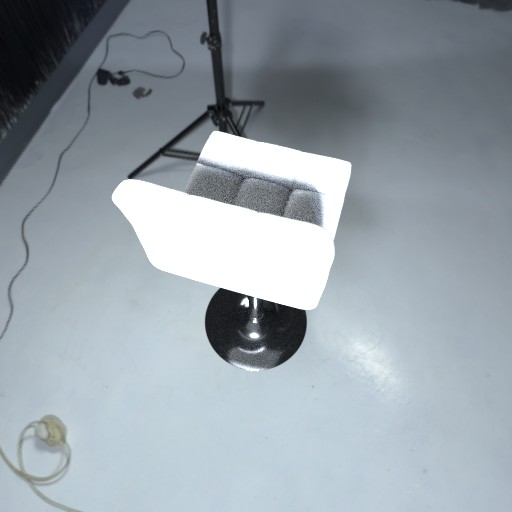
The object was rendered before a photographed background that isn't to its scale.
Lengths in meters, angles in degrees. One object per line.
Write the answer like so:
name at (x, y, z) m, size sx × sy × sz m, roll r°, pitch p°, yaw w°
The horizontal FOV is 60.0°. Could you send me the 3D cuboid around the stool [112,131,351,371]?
stool at (0.000, 0.000, 1.360) m, size 0.430 × 1.115 × 0.505 m, roll 15°, pitch 63°, yaw 8°
